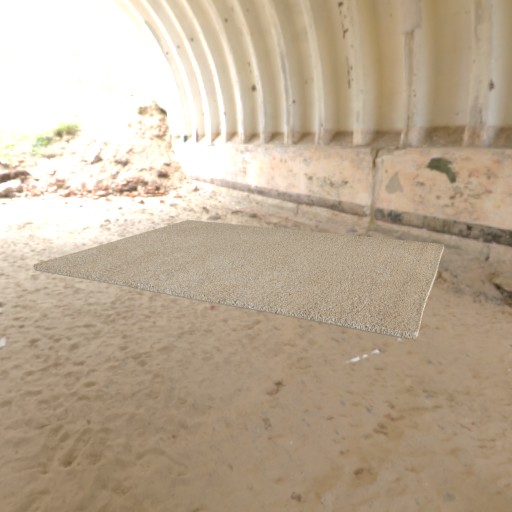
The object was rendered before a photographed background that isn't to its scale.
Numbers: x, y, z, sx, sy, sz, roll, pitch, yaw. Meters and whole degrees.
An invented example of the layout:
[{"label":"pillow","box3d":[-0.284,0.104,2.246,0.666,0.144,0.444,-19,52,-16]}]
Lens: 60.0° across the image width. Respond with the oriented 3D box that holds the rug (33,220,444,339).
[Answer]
[{"label":"rug","box3d":[0.000,0.000,2.120,1.600,0.025,1.199,7,17,25]}]
